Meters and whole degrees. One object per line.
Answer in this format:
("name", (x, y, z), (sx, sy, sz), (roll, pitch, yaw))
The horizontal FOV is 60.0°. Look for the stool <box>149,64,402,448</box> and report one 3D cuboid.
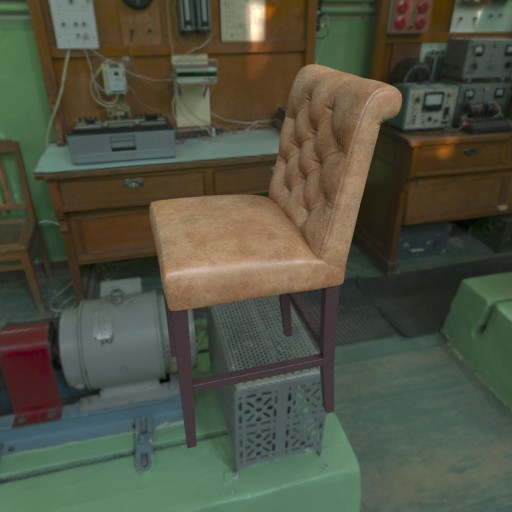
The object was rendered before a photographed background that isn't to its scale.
("stool", (0.000, 0.000, 1.379), (0.601, 1.047, 0.493), (-8, 30, -14))
